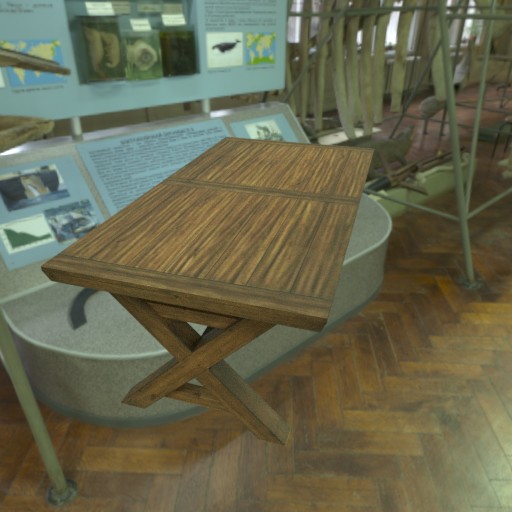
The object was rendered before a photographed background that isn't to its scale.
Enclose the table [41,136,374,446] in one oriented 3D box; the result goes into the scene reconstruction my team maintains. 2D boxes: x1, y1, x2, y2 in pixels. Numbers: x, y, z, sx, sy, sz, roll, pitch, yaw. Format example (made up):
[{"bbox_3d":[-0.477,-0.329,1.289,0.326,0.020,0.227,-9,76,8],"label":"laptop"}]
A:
[{"bbox_3d":[0.000,0.000,2.523,1.071,0.793,1.966,9,31,15],"label":"table"}]
